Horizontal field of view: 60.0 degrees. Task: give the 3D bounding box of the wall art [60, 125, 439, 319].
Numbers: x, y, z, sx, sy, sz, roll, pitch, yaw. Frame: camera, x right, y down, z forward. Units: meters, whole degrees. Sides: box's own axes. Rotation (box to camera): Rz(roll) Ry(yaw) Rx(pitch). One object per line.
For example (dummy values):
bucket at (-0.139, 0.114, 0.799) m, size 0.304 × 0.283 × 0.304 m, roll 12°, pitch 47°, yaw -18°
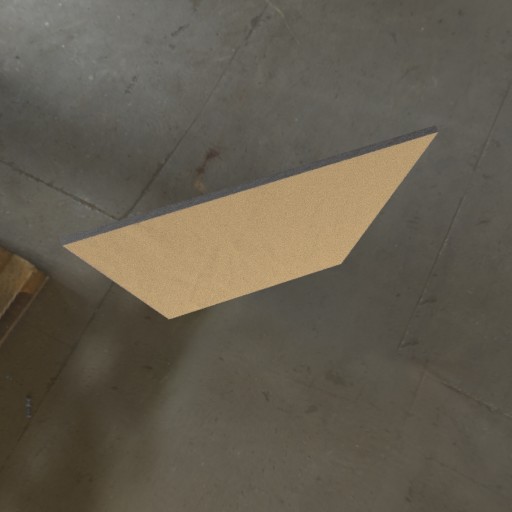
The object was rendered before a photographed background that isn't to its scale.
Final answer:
wall art at (0.000, 0.000, 1.445) m, size 0.810 × 1.116 × 0.016 m, roll -18°, pitch 75°, yaw -5°
